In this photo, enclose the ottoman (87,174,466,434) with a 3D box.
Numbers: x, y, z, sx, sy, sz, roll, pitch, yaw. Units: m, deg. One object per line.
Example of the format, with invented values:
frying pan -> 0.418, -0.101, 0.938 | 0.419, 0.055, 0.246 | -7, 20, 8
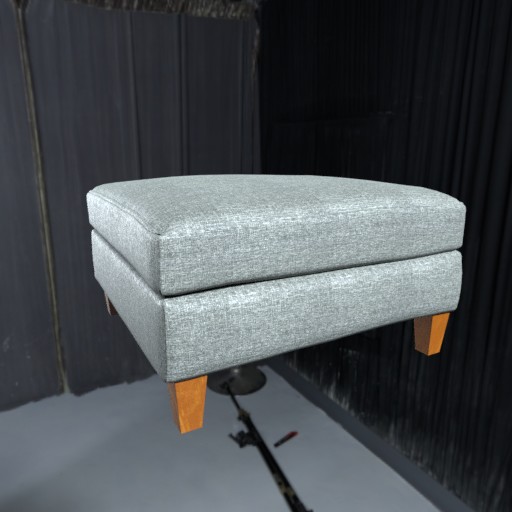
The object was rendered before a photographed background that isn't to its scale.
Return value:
ottoman -> 0.000, 0.000, 1.336 | 0.838, 0.481, 0.838 | -8, 16, -27
